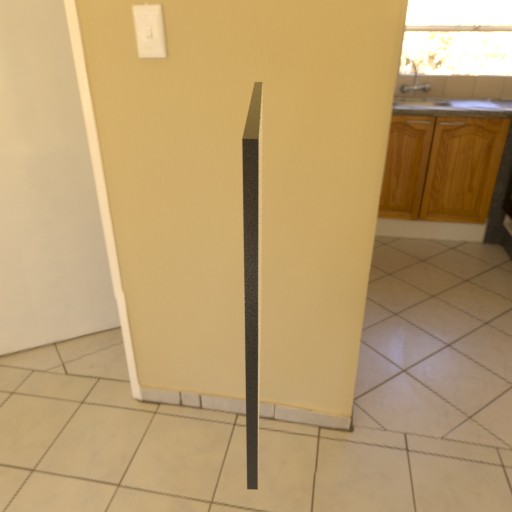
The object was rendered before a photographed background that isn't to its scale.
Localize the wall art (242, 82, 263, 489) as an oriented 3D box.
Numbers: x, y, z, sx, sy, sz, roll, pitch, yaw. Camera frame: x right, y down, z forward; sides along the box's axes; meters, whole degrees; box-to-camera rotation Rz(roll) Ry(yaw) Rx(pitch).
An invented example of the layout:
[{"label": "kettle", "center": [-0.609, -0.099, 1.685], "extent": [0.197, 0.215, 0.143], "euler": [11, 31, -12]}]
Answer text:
[{"label": "wall art", "center": [0.000, 0.000, 0.665], "extent": [0.014, 0.445, 0.446], "euler": [1, 27, 1]}]
